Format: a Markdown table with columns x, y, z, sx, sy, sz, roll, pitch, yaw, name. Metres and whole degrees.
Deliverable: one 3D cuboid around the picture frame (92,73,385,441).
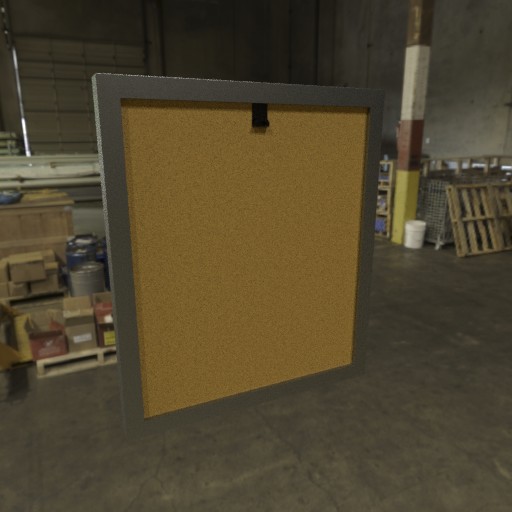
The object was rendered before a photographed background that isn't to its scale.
| x | y | z | sx | sy | sz | roll | pitch | yaw | name |
| --- | --- | --- | --- | --- | --- | --- | --- | --- | --- |
| 0.000 | 0.000 | 1.330 | 0.839 | 0.968 | 0.073 | -7 | 17 | -25 | picture frame |
